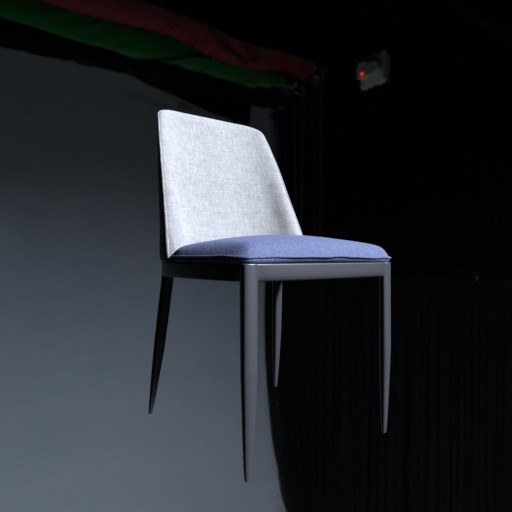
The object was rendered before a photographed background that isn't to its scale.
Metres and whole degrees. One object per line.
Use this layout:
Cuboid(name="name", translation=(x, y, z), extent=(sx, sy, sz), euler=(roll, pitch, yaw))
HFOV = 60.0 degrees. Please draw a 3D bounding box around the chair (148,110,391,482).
Cuboid(name="chair", translation=(0.000, 0.000, 1.164), extent=(0.488, 0.855, 0.550), euler=(0, 0, -36))
